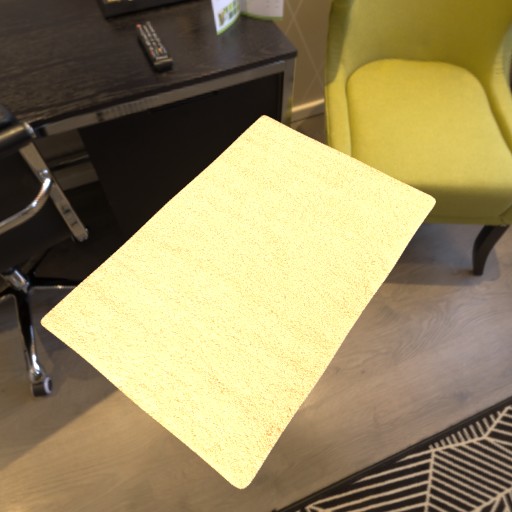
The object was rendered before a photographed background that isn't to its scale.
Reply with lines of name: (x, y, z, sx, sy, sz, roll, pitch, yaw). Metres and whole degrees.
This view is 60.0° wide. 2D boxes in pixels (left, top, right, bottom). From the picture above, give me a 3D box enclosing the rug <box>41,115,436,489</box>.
rug: (0.000, 0.000, 3.410, 1.798, 0.025, 2.698, 32, 63, 19)
